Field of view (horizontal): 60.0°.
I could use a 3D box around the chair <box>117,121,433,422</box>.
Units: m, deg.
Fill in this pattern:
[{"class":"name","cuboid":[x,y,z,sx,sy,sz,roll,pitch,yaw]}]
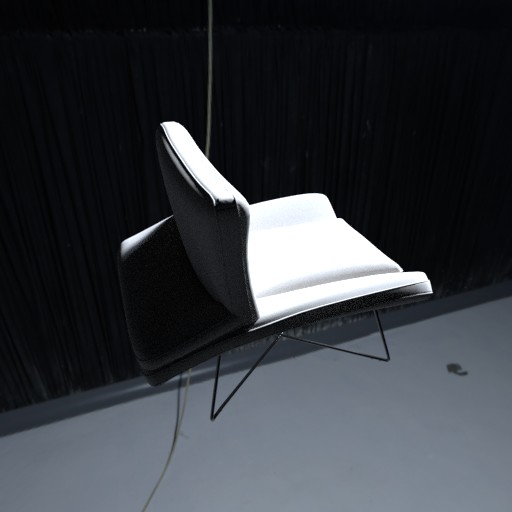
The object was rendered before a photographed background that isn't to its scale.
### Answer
[{"class":"chair","cuboid":[0.000,0.000,1.680,1.008,0.855,0.859,-10,32,-17]}]
